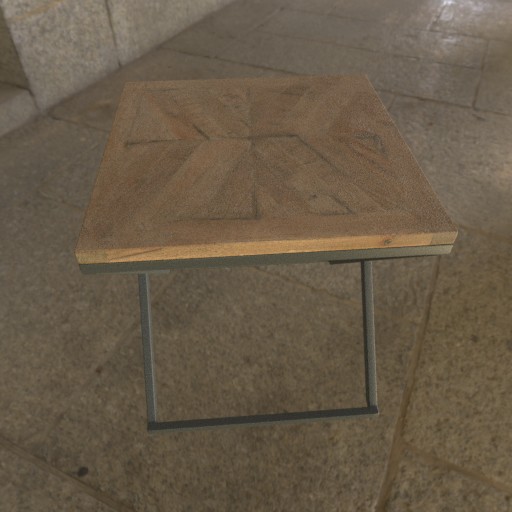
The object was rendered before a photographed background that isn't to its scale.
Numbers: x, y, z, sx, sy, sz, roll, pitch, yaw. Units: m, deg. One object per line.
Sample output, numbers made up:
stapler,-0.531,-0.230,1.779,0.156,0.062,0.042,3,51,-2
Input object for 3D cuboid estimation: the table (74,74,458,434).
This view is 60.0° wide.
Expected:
table,0.000,0.000,0.937,0.499,0.550,0.498,-3,45,-3
